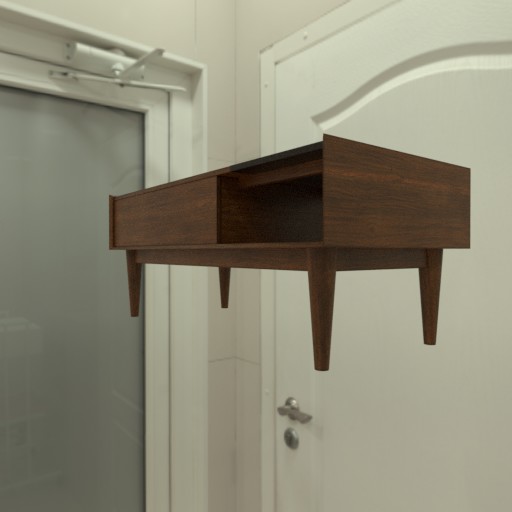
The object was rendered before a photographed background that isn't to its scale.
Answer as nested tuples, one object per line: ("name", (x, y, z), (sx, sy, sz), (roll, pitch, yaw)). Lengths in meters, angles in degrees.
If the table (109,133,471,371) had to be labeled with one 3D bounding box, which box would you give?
("table", (0.000, 0.000, 1.568), (0.610, 0.508, 1.221), (0, 1, -38))
